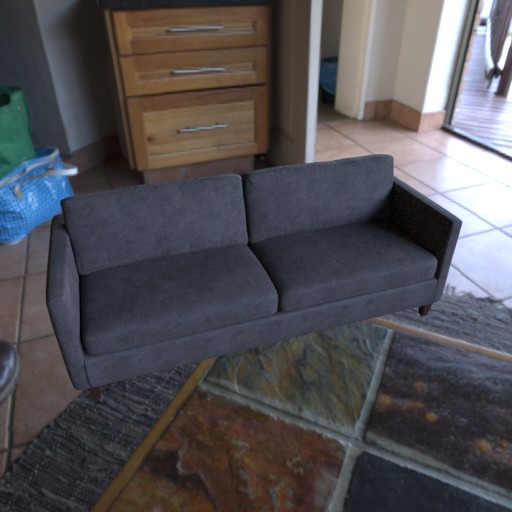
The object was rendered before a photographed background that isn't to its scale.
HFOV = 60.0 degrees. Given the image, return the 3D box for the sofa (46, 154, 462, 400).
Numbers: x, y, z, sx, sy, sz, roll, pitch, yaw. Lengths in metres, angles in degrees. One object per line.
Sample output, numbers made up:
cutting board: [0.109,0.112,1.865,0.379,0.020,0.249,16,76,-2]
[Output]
sofa: [0.000,0.000,2.908,2.434,0.965,0.951,-11,34,-16]
